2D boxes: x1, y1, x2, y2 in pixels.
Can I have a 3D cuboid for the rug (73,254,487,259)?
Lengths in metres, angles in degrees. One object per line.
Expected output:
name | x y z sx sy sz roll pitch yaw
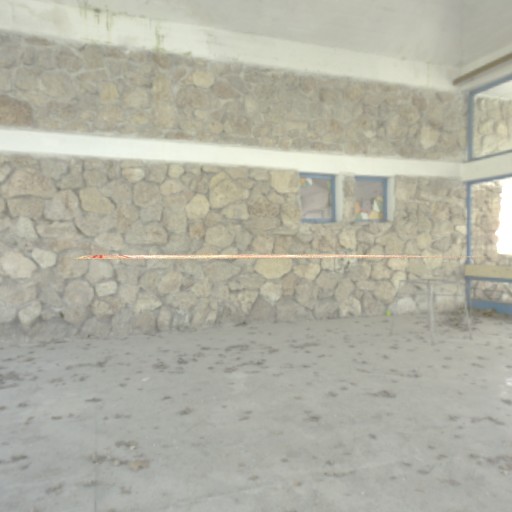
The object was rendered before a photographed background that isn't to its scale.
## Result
rug | 0.000 0.000 4.208 3.067 0.005 2.460 0 1 -19
